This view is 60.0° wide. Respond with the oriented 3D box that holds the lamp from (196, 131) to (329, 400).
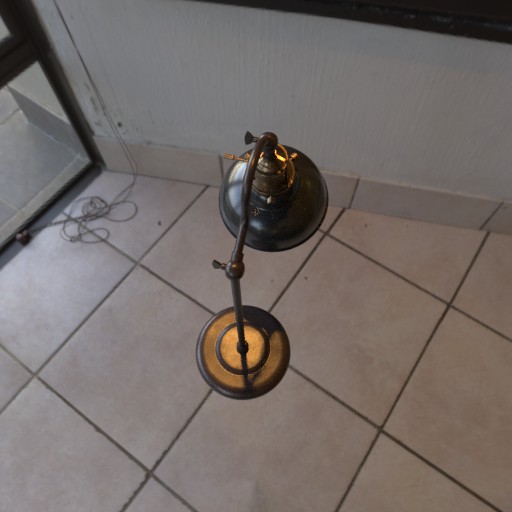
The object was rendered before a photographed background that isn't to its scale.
[{"bbox_3d":[0.000,0.000,0.711,0.192,0.508,0.374,15,64,7],"label":"lamp"}]
